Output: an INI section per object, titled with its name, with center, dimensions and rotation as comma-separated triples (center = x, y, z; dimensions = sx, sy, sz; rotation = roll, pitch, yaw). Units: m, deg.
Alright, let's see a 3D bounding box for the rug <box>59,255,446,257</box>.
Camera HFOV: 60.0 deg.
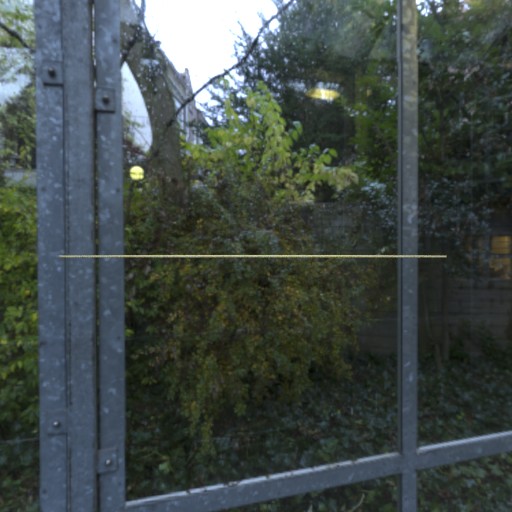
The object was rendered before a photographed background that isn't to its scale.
[rug]
center = 0.000, 0.000, 2.886
dimensions = 1.524, 0.006, 2.286
rotation = 0, 0, 1
